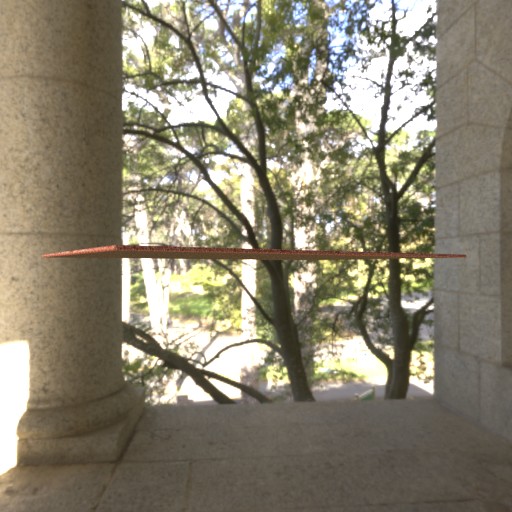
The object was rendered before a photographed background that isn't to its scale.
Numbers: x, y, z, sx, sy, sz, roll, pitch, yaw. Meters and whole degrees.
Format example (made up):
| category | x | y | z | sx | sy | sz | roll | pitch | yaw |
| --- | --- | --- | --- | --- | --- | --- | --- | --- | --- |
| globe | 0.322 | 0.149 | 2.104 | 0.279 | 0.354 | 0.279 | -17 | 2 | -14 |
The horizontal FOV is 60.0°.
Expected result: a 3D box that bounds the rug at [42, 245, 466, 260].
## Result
| category | x | y | z | sx | sy | sz | roll | pitch | yaw |
| --- | --- | --- | --- | --- | --- | --- | --- | --- | --- |
| rug | 0.000 | 0.000 | 2.290 | 1.829 | 0.016 | 1.219 | 1 | -2 | -35 |
